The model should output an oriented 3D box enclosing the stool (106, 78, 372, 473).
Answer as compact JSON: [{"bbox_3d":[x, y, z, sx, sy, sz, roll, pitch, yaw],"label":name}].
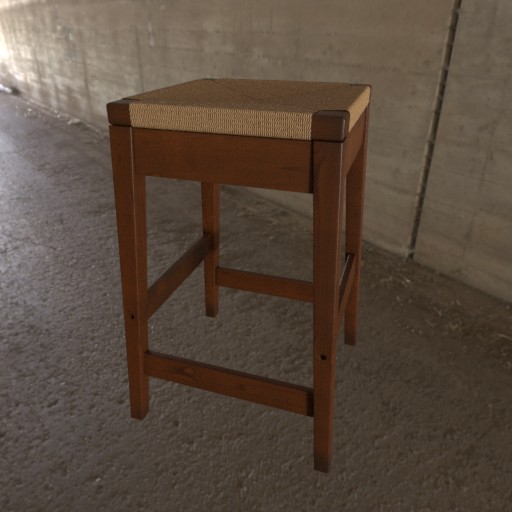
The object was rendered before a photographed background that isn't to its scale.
[{"bbox_3d":[0.000,0.000,1.086,0.507,0.762,0.497,9,29,16],"label":"stool"}]
